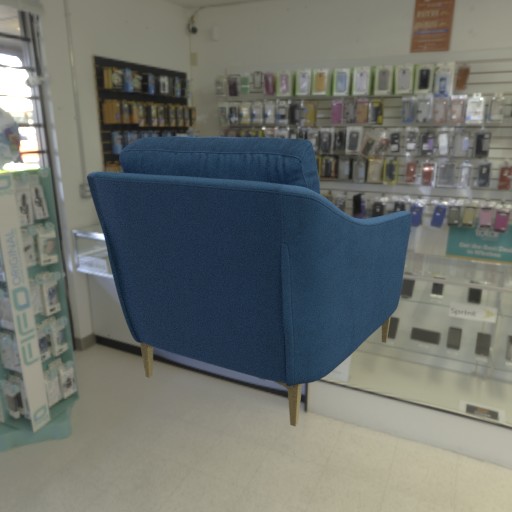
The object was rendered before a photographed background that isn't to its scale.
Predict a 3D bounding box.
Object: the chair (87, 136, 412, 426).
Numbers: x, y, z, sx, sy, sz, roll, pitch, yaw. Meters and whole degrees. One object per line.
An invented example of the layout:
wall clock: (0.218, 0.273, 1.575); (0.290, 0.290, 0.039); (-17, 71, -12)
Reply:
chair: (0.000, 0.000, 1.716); (0.987, 0.899, 0.961); (9, 18, 27)
